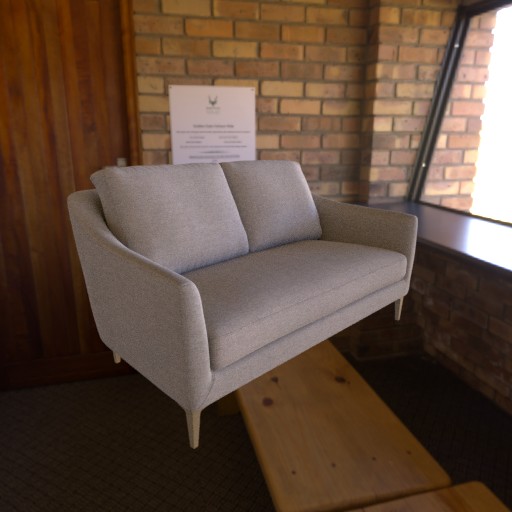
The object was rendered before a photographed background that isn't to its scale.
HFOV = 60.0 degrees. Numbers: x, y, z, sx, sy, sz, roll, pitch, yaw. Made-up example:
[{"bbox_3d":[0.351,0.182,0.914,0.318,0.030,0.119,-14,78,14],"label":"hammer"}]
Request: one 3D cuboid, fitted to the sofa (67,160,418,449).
[{"bbox_3d":[0.000,0.000,2.203,0.960,0.904,1.619,14,21,42],"label":"sofa"}]
